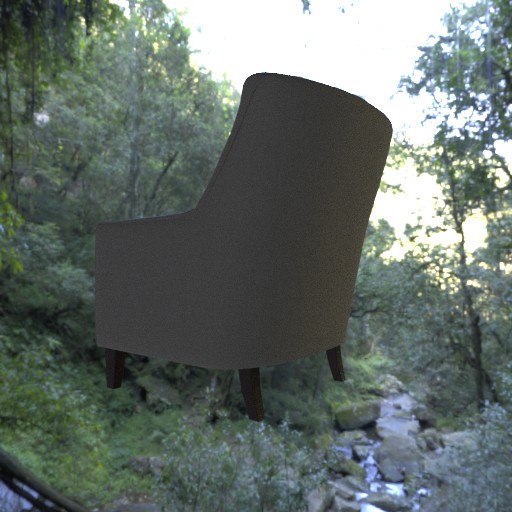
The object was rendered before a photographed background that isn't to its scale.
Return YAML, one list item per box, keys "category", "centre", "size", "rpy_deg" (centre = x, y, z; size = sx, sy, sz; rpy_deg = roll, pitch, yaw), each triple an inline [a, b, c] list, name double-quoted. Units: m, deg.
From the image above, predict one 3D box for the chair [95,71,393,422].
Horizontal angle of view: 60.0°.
- category: "chair"
  centre: [0.000, 0.000, 1.558]
  size: [0.879, 0.916, 0.756]
  rpy_deg: [0, -1, 37]
